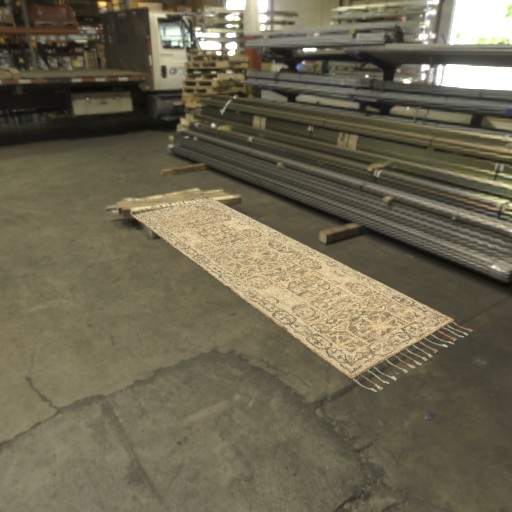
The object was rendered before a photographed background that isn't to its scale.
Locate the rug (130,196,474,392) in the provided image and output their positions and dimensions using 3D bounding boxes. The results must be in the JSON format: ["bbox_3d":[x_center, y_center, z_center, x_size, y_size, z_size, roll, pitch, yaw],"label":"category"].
[{"bbox_3d":[0.000,0.000,2.960,0.762,0.011,2.664,-17,31,-32],"label":"rug"}]
